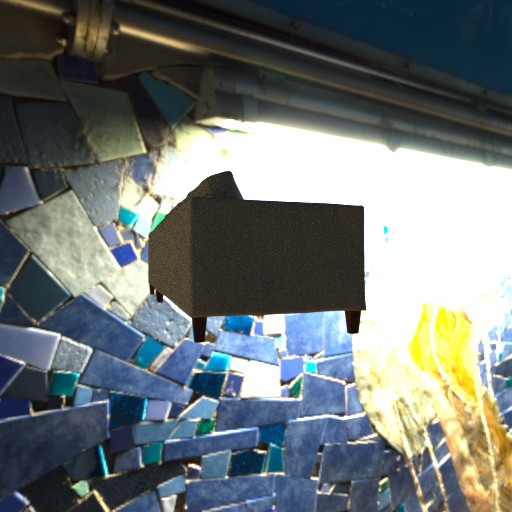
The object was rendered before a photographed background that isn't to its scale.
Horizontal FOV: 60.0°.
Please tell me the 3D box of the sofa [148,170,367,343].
[{"bbox_3d":[0.000,0.000,3.798,1.625,0.846,3.186,0,-1,-17],"label":"sofa"}]
